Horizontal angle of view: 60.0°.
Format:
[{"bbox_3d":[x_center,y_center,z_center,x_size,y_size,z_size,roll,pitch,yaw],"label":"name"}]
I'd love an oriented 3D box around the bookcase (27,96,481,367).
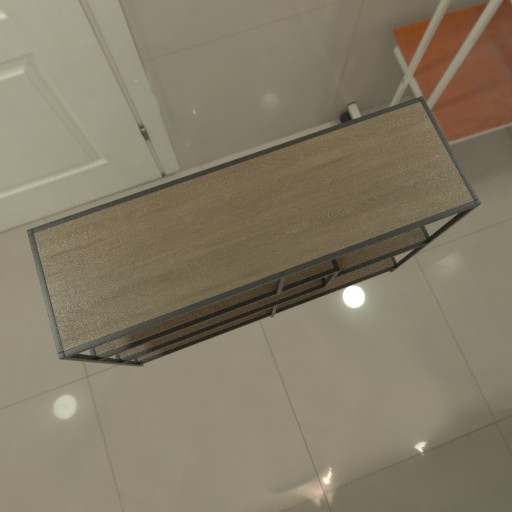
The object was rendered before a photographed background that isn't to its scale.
[{"bbox_3d":[0.000,0.000,1.534,1.140,0.780,0.350,-20,76,-5],"label":"bookcase"}]
